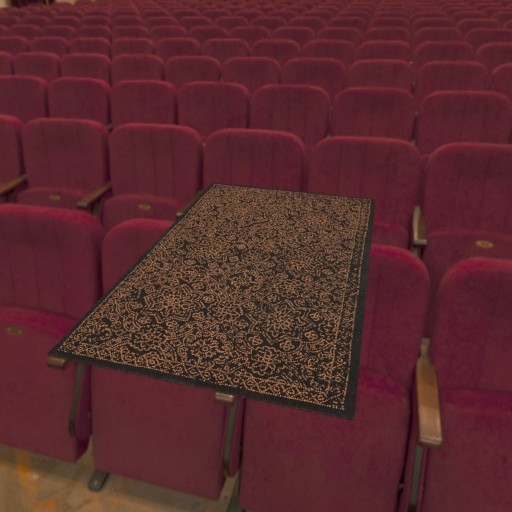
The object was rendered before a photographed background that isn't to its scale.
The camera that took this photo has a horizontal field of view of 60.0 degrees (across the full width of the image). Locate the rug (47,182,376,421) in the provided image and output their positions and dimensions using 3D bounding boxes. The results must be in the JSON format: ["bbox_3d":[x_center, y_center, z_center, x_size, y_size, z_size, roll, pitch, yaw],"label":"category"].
[{"bbox_3d":[0.000,0.000,3.070,1.526,0.015,2.441,8,32,13],"label":"rug"}]
